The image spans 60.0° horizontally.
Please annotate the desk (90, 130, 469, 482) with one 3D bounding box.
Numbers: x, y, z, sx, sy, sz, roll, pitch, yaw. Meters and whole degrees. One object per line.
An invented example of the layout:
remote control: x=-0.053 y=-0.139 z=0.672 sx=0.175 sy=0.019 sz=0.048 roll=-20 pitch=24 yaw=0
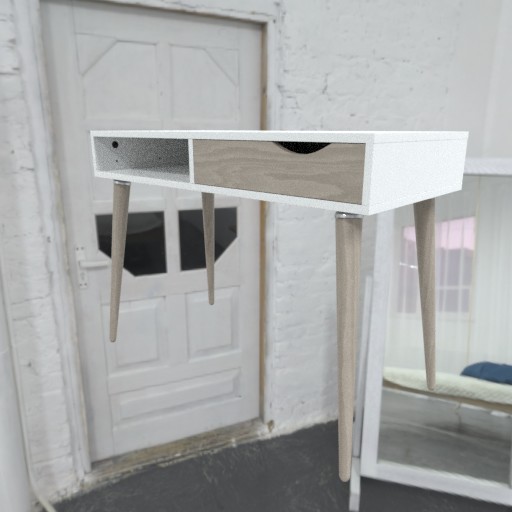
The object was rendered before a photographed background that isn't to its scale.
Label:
desk: x=0.000 y=0.000 z=1.334 sx=0.979 sy=0.723 sz=0.491 roll=14 pitch=21 yaw=41
